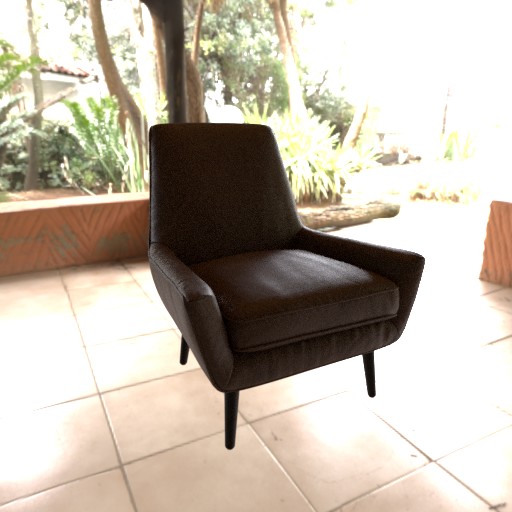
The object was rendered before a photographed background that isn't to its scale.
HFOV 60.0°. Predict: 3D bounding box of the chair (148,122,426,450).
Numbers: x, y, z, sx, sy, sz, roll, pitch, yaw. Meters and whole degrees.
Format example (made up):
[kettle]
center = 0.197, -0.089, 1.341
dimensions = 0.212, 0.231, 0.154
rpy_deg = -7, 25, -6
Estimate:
[chair]
center = 0.000, 0.000, 1.527
dimensions = 0.787, 0.888, 0.824
rpy_deg = -8, 18, -27
